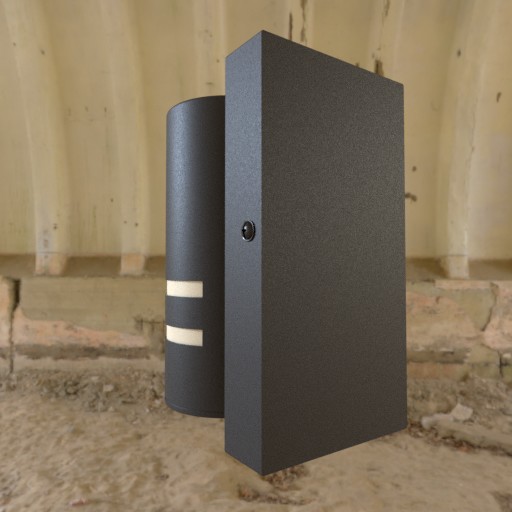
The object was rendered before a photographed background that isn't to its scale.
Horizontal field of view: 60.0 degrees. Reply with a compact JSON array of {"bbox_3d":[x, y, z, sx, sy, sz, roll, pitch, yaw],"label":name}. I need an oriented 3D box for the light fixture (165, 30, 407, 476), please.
[{"bbox_3d":[0.000,0.000,0.260,0.098,0.179,0.138,1,-2,-35],"label":"light fixture"}]
